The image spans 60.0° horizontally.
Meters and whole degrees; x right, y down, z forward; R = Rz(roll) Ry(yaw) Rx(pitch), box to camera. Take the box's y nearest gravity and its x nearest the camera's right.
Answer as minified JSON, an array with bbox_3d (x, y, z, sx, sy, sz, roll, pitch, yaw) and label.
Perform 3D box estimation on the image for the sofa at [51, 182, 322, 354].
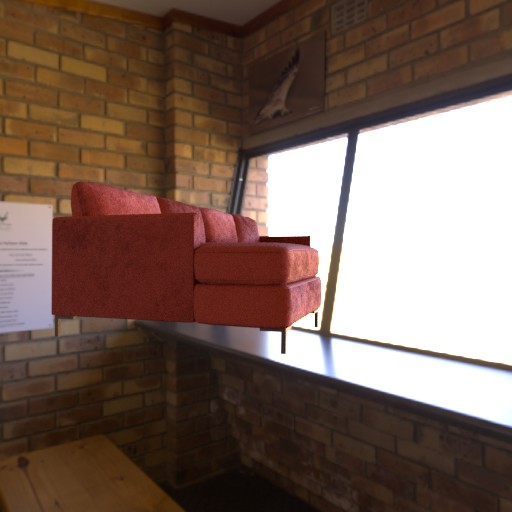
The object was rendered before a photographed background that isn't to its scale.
[{"bbox_3d":[0.000,0.000,4.020,1.500,0.967,3.400,0,0,19],"label":"sofa"}]
